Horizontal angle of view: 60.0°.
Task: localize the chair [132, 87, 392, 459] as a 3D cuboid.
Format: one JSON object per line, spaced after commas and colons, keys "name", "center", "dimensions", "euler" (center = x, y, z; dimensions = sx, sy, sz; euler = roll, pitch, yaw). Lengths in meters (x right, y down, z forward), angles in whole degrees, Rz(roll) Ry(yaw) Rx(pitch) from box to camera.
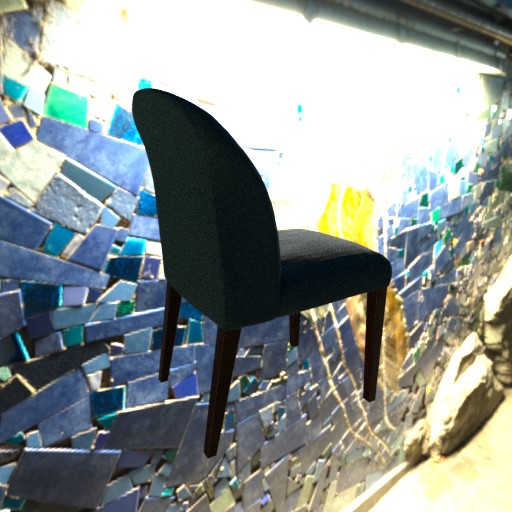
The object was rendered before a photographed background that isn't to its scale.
{"name": "chair", "center": [0.000, 0.000, 1.281], "dimensions": [0.620, 0.879, 0.507], "euler": [-8, 16, -27]}
